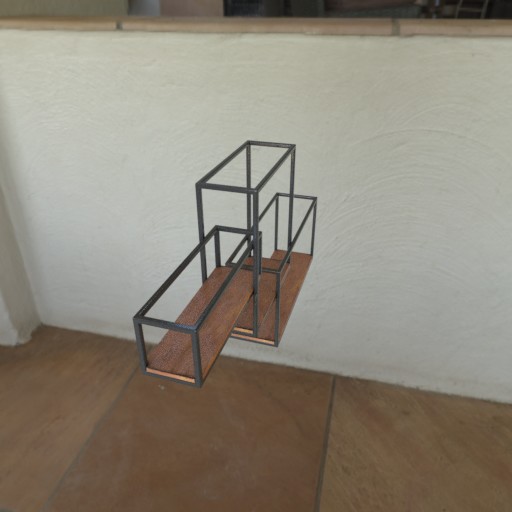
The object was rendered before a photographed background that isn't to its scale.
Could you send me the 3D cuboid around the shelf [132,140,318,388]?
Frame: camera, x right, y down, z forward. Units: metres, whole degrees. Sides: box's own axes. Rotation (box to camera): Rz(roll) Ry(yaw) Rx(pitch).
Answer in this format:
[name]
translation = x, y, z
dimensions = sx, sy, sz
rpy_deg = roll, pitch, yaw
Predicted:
[shelf]
translation = 0.000, 0.000, 2.130
dimensions = 0.275, 0.972, 1.781
rpy_deg = 9, 31, 15
